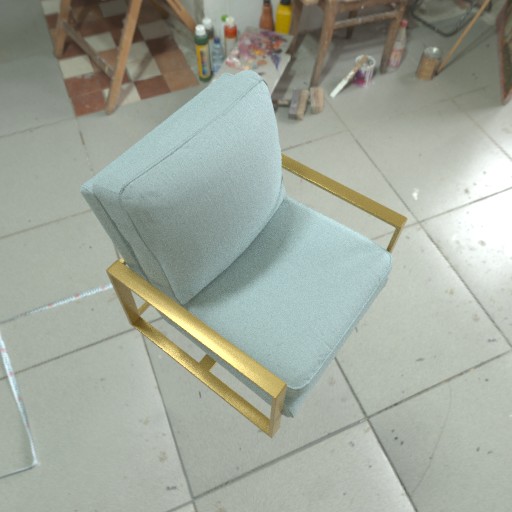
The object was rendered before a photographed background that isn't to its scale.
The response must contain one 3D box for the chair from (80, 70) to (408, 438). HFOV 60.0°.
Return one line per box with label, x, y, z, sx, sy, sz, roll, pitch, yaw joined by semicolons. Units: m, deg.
chair;0.000;0.000;1.552;0.813;0.956;0.758;33;64;19
